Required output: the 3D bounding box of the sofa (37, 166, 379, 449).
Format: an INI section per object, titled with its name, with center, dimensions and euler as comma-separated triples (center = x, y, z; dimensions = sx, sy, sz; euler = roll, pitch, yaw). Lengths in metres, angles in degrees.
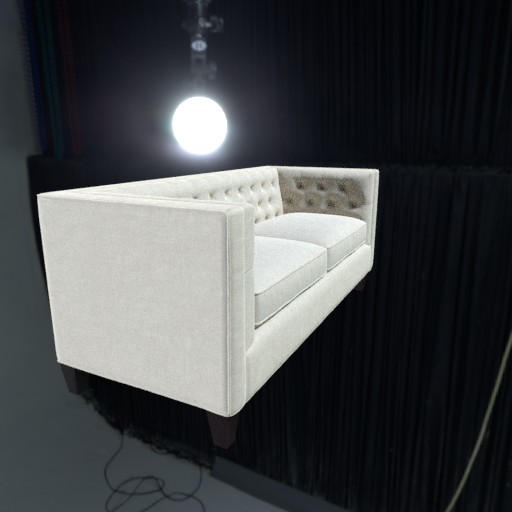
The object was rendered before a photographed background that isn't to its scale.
[sofa]
center = 0.000, 0.000, 2.182
dimensions = 0.775, 0.762, 1.778
euler = 8, 17, 26
